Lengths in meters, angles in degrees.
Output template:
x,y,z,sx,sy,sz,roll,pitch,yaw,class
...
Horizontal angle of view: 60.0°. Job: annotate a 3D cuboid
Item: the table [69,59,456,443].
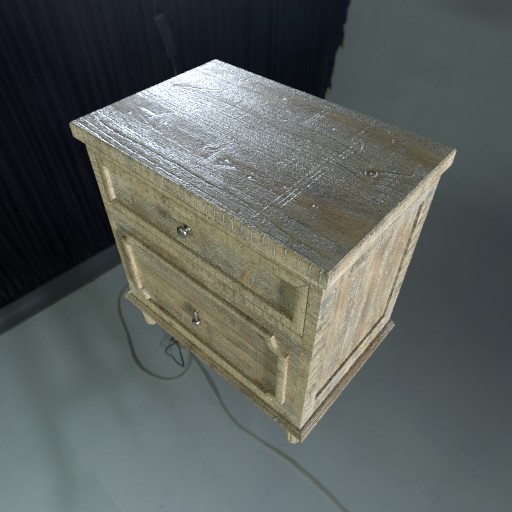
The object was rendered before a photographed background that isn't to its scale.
x,y,z,sx,sy,sz,roll,pitch,yaw,class
0.000,0.000,1.171,0.686,0.711,0.457,32,54,27,table
